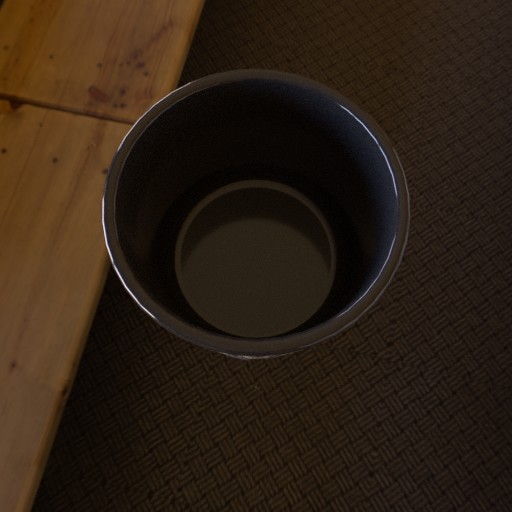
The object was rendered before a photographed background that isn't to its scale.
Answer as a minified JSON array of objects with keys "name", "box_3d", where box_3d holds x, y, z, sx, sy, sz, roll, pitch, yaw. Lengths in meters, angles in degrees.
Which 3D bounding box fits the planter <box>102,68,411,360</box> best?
[{"name":"planter","box_3d":[0.000,0.000,0.405,0.196,0.264,0.196,-18,74,-5]}]
